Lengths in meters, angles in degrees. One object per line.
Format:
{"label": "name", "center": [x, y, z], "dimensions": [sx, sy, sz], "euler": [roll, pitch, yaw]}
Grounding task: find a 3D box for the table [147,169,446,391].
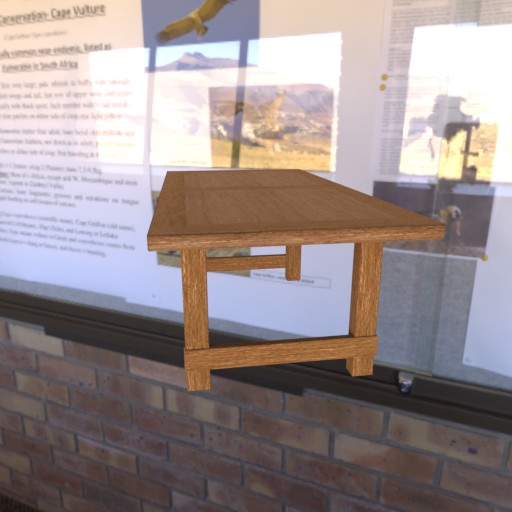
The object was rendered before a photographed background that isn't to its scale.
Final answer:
{"label": "table", "center": [0.000, 0.000, 2.482], "dimensions": [1.000, 0.762, 1.982], "euler": [-3, 17, -9]}
